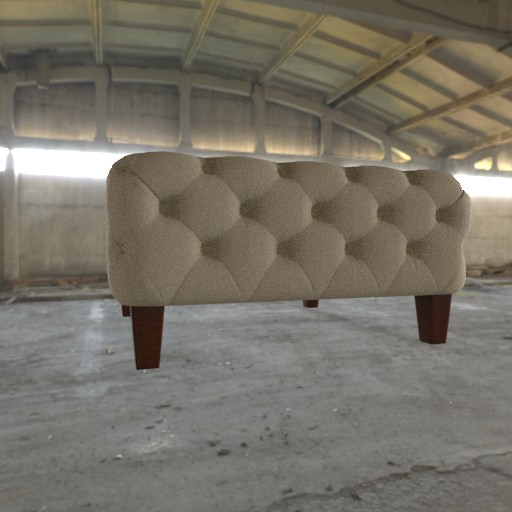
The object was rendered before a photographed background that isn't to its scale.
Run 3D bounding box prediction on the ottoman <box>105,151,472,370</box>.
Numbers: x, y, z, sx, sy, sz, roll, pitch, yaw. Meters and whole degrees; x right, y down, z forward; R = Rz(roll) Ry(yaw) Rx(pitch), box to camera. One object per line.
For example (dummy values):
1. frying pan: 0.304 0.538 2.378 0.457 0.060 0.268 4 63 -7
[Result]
1. ottoman: 0.000 0.000 1.169 0.753 0.376 0.755 0 1 -19
